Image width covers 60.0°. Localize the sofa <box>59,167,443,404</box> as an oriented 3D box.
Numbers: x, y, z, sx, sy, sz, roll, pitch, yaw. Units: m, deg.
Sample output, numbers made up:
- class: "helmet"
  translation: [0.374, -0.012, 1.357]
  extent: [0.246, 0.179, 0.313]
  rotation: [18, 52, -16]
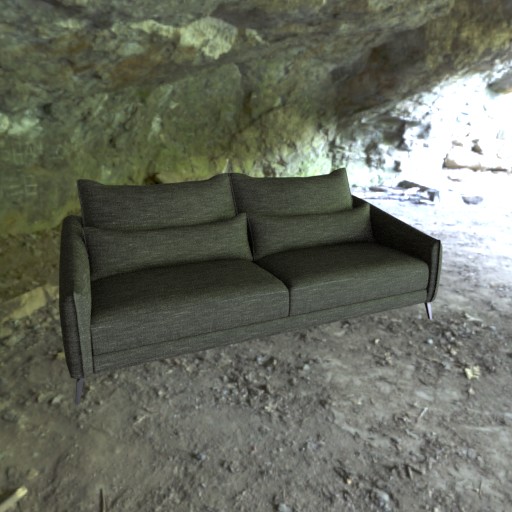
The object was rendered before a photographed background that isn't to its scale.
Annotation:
- class: "sofa"
  translation: [0.000, 0.000, 2.430]
  extent: [2.019, 0.843, 0.807]
  rotation: [-7, 18, -24]
